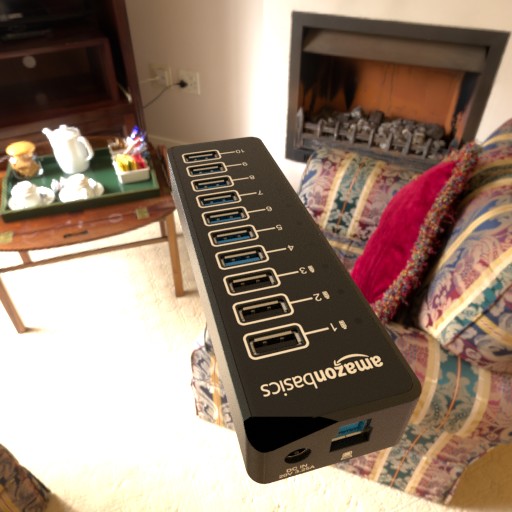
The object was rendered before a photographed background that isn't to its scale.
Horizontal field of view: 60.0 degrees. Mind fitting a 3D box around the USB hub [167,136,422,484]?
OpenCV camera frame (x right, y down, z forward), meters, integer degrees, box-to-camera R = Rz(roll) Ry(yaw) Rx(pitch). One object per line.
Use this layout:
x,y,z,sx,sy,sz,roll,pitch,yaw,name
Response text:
0.000,0.000,0.160,0.044,0.023,0.145,-11,42,-12,USB hub
